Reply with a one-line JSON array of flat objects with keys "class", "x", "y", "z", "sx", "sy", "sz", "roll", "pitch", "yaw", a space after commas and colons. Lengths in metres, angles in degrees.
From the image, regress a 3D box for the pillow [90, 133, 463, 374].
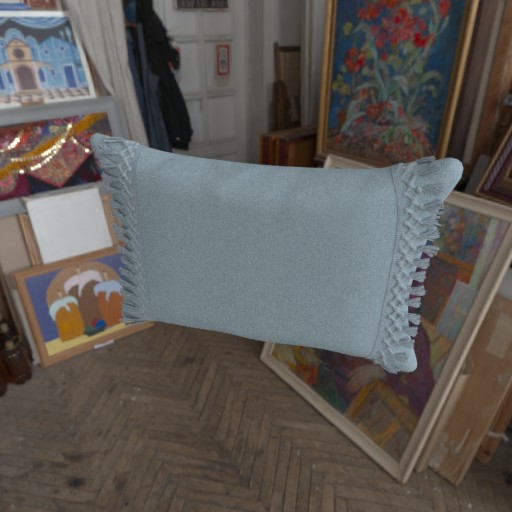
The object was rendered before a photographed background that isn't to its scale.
[{"class": "pillow", "x": 0.000, "y": 0.000, "z": 0.602, "sx": 0.466, "sy": 0.305, "sz": 0.084, "roll": 8, "pitch": 29, "yaw": 15}]
